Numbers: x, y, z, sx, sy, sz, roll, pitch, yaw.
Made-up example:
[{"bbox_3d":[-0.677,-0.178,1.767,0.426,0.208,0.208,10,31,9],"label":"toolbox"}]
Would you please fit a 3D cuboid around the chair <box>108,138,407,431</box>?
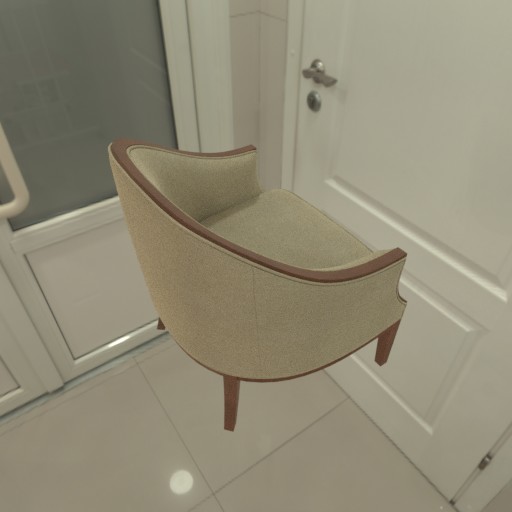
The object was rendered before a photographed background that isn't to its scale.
[{"bbox_3d":[0.000,0.000,1.482,0.735,0.876,0.803,-25,48,-25],"label":"chair"}]
